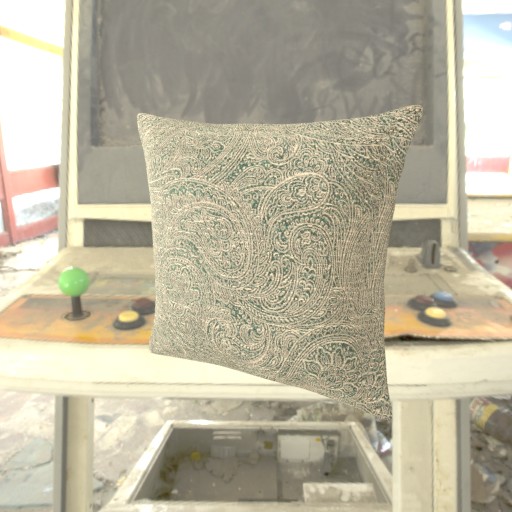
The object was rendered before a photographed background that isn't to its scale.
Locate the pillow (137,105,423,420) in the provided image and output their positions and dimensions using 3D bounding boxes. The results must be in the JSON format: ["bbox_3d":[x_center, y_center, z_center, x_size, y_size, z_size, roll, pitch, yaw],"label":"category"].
[{"bbox_3d":[0.000,0.000,0.804,0.526,0.507,0.166,8,17,26],"label":"pillow"}]
